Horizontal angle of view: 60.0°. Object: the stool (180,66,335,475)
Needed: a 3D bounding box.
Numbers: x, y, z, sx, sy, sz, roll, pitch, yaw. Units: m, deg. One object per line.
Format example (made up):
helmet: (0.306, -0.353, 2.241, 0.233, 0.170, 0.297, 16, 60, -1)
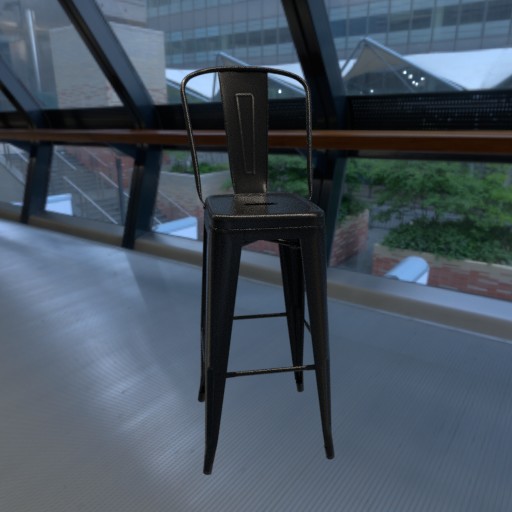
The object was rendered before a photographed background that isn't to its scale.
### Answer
stool: (0.000, 0.000, 1.324, 0.399, 1.096, 0.513, -3, 18, -9)
